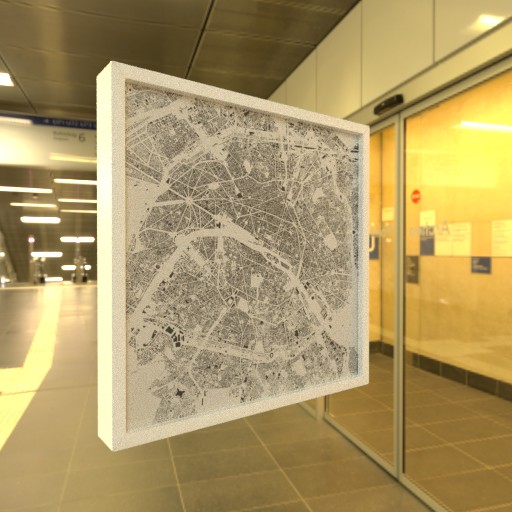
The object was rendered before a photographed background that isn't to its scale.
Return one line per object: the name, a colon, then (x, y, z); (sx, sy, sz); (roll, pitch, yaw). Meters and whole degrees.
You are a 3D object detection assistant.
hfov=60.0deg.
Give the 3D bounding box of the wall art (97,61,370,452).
wall art: (0.000, 0.000, 0.448); (0.305, 0.305, 0.038); (0, 1, -36)
